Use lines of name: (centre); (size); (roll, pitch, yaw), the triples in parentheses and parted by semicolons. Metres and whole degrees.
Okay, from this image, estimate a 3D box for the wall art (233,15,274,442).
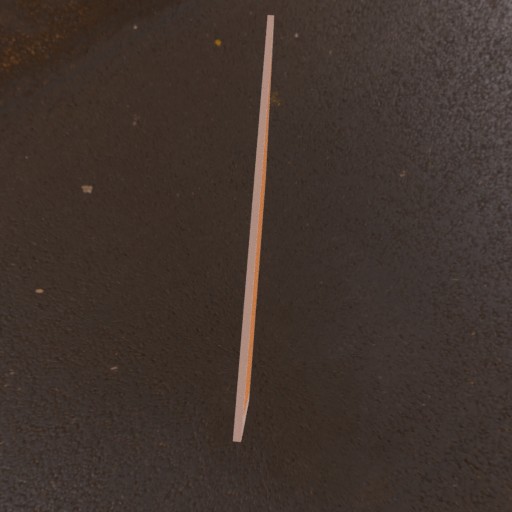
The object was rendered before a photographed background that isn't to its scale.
wall art: (0.000, 0.000, 1.200); (0.013, 0.813, 0.812); (4, 76, 1)
